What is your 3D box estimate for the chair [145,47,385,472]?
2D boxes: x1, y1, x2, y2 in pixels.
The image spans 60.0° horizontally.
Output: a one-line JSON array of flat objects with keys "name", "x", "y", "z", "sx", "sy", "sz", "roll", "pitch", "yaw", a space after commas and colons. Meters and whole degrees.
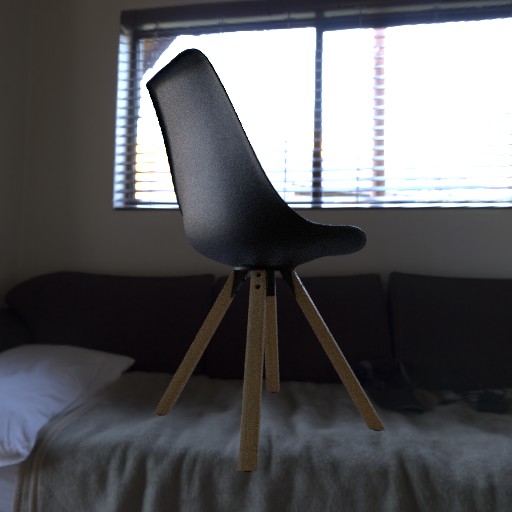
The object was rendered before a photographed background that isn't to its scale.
[{"name": "chair", "x": 0.000, "y": 0.000, "z": 1.145, "sx": 0.549, "sy": 0.850, "sz": 0.485, "roll": 1, "pitch": -3, "yaw": -35}]
